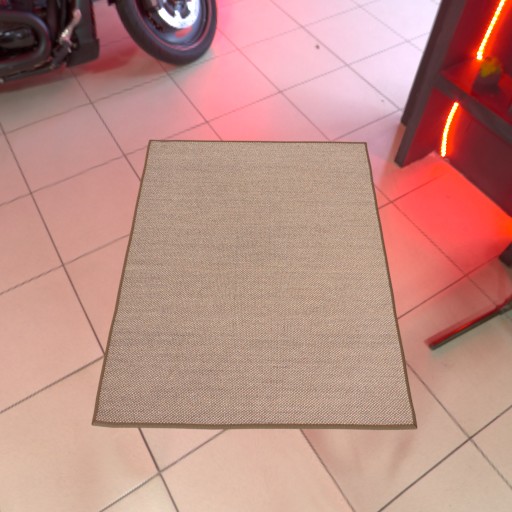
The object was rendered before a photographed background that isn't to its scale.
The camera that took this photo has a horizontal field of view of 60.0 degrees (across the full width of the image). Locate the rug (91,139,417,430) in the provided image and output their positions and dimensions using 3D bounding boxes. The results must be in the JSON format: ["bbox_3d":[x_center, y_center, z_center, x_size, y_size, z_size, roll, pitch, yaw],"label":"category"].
[{"bbox_3d":[0.000,0.000,4.077,2.413,0.020,3.041,1,57,0],"label":"rug"}]
